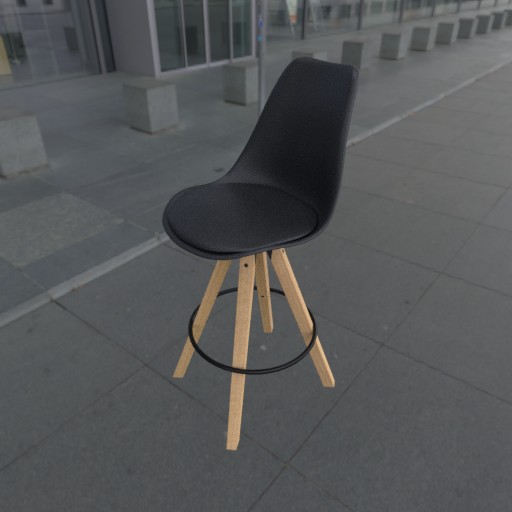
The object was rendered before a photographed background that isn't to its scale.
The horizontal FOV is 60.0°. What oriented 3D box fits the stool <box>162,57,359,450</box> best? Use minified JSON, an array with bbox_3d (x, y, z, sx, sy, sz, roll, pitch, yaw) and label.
[{"bbox_3d":[0.000,0.000,1.422,0.550,1.115,0.485,-21,38,-30],"label":"stool"}]
